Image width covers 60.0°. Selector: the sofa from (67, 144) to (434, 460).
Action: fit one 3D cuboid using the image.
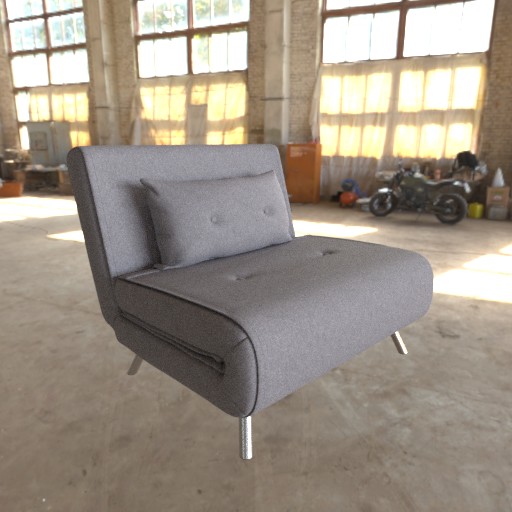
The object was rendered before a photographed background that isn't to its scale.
[{"bbox_3d":[0.000,0.000,1.707,1.020,0.825,1.000,-14,20,-42],"label":"sofa"}]
